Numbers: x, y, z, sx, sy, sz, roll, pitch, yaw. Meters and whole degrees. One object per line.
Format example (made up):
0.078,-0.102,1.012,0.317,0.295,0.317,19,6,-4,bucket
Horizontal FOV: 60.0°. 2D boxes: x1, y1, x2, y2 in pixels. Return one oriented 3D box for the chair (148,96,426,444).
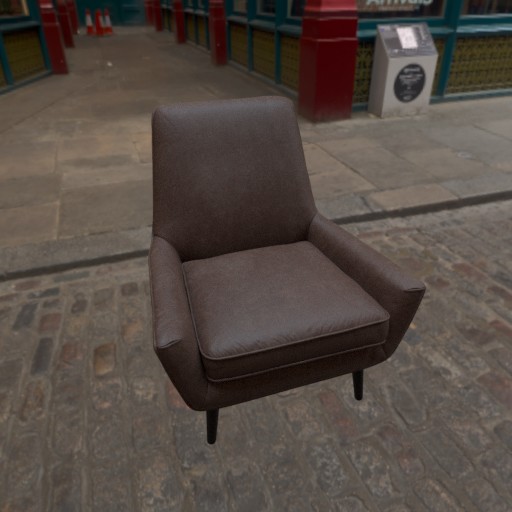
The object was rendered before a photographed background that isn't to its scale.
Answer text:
0.000,0.000,1.506,0.787,0.888,0.824,-10,33,-16,chair
